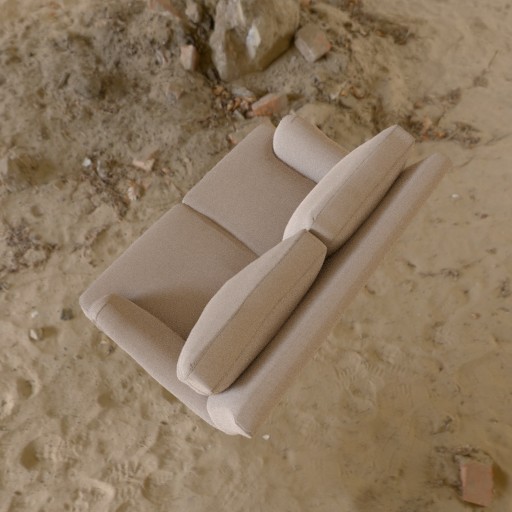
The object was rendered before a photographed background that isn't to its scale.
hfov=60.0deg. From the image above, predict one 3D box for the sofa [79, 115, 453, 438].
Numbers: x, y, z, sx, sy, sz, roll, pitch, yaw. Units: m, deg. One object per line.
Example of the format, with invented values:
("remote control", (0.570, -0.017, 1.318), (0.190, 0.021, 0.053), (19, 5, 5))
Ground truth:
("sofa", (0.000, 0.000, 2.219), (1.087, 1.048, 1.508), (35, 67, 17))
